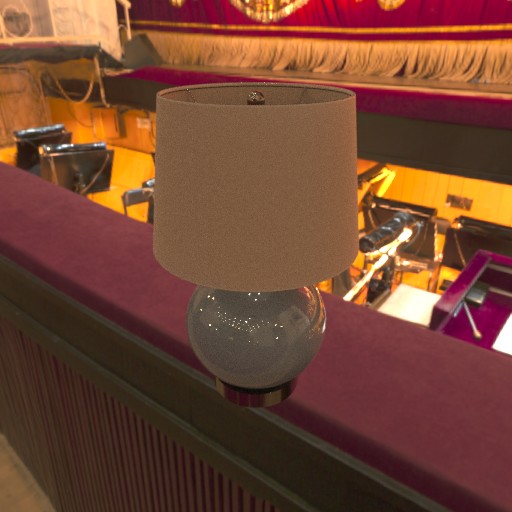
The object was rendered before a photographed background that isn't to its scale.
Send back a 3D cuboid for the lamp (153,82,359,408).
[{"bbox_3d":[0.000,0.000,0.551,0.247,0.387,0.247,0,26,0],"label":"lamp"}]
